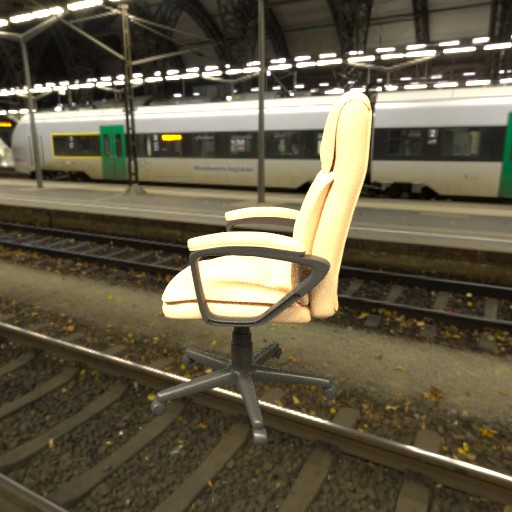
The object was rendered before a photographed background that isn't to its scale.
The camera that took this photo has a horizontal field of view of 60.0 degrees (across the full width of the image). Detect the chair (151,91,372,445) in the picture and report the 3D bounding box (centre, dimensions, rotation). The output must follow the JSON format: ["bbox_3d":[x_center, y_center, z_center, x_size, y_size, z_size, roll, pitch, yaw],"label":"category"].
[{"bbox_3d":[0.000,0.000,1.614,0.724,1.105,0.667,2,14,7],"label":"chair"}]
